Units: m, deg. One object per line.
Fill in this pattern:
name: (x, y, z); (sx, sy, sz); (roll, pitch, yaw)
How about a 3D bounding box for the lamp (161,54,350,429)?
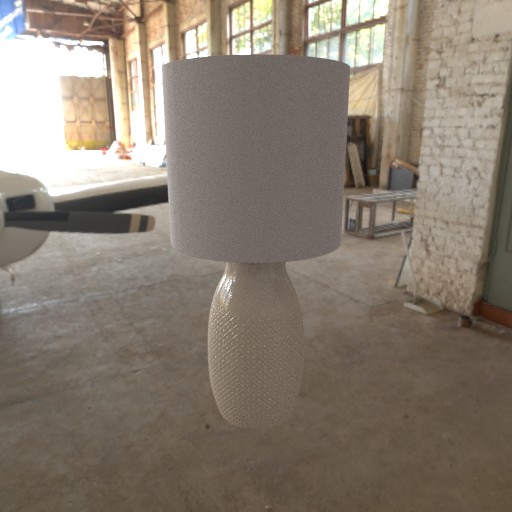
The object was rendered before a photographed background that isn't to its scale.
lamp: (0.000, 0.000, 0.580); (0.217, 0.453, 0.217); (2, 16, 7)
